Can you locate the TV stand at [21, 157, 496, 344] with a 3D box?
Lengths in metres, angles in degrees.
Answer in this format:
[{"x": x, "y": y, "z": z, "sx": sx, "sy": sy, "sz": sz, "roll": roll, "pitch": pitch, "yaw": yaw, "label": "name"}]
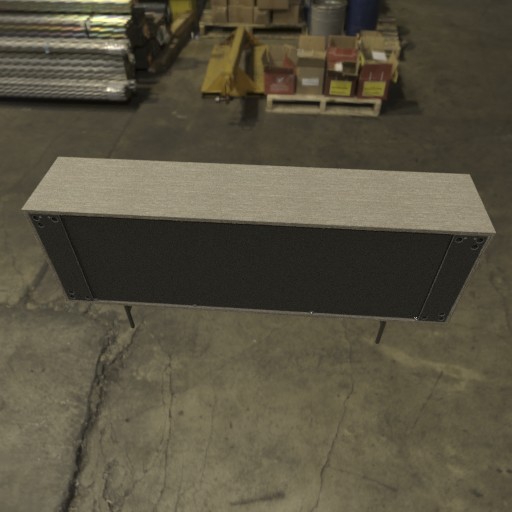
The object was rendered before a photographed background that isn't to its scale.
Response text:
[{"x": 0.000, "y": 0.000, "z": 2.100, "sx": 1.804, "sy": 0.787, "sz": 0.405, "roll": 3, "pitch": 45, "yaw": 3, "label": "TV stand"}]
